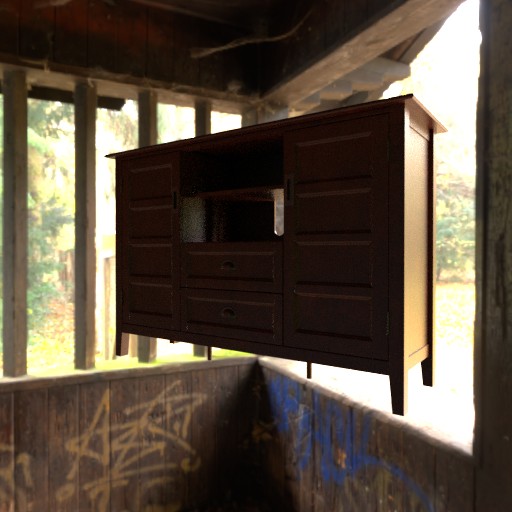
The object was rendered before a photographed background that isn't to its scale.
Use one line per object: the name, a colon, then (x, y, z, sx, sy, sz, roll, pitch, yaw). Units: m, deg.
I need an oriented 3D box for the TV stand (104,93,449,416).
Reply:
TV stand: (0.000, 0.000, 1.799, 1.372, 0.915, 0.445, 0, 1, 35)
